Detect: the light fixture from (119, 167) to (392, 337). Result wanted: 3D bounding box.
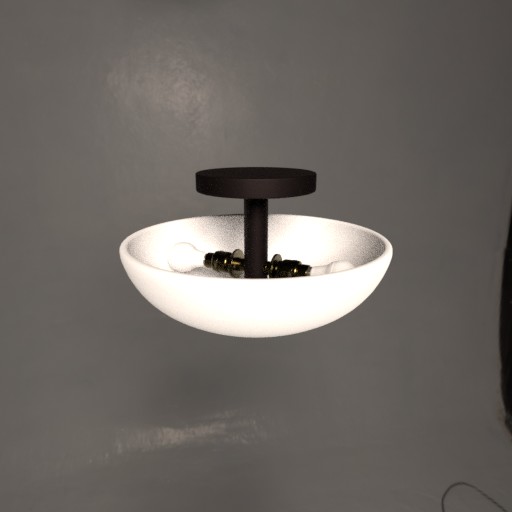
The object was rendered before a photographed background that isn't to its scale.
[{"bbox_3d":[0.000,0.000,0.565,0.331,0.212,0.331,0,16,0],"label":"light fixture"}]
